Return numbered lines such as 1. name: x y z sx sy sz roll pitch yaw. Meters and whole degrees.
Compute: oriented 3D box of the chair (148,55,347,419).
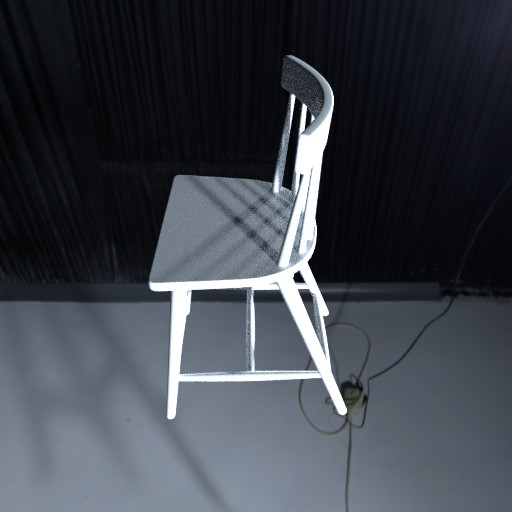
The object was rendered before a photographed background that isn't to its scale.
1. chair: 0.000 0.000 1.264 0.572 0.952 0.483 0 40 -1
